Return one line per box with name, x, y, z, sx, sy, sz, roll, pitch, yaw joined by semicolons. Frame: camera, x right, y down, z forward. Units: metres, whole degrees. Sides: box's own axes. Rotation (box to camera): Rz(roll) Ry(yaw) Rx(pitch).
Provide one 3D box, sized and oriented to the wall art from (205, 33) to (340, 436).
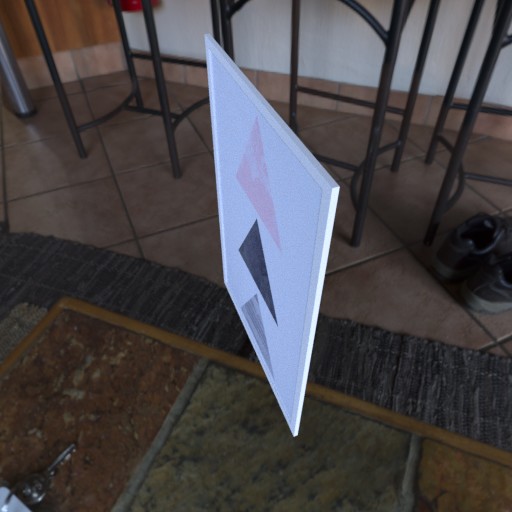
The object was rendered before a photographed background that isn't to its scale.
wall art;0.000;0.000;1.218;0.013;0.940;0.659;-16;48;-15
